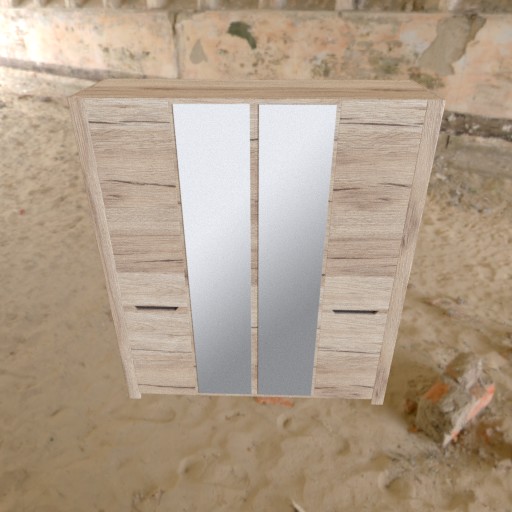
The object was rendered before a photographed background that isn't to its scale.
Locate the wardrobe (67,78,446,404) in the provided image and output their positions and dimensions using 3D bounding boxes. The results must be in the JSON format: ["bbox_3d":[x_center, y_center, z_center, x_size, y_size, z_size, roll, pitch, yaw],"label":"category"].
[{"bbox_3d":[0.000,0.000,2.880,1.810,2.070,0.580,1,30,2],"label":"wardrobe"}]
